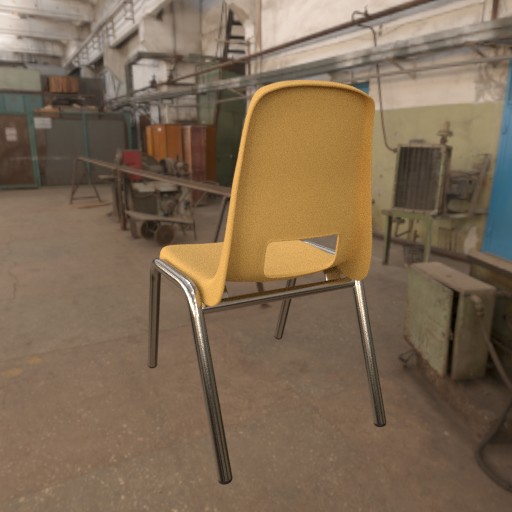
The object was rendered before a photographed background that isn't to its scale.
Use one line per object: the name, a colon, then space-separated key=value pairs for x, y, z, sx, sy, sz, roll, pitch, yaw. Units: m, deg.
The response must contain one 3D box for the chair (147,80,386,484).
chair: x=0.000 y=0.000 z=0.843 sx=0.354 sy=0.586 sz=0.423 roll=-7 pitch=17 yaw=-26
